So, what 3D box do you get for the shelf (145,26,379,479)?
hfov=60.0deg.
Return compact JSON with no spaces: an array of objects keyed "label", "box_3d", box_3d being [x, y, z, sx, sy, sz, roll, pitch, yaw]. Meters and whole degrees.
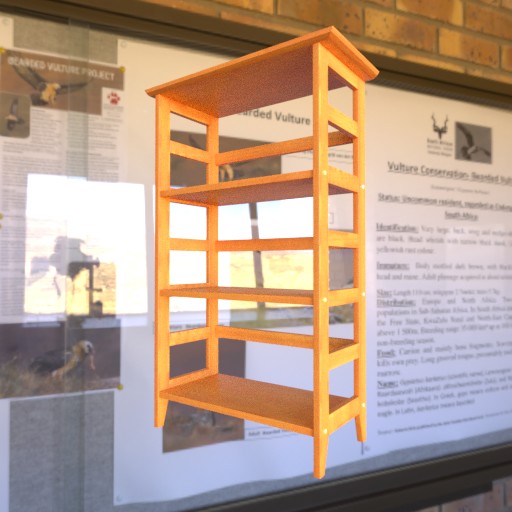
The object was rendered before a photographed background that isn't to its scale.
[{"label":"shelf","box_3d":[0.000,0.000,1.343,0.660,1.067,0.305,-1,-1,36]}]
